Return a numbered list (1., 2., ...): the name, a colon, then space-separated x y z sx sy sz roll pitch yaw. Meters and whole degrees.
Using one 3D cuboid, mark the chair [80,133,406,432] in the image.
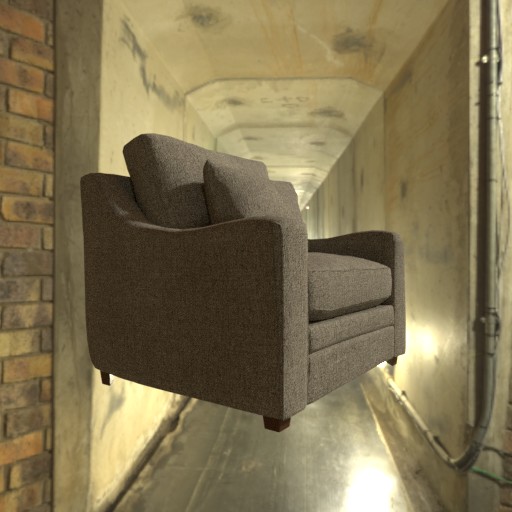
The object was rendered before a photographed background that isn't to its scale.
1. chair: 0.000 0.000 1.980 1.009 1.037 1.138 0 0 36
